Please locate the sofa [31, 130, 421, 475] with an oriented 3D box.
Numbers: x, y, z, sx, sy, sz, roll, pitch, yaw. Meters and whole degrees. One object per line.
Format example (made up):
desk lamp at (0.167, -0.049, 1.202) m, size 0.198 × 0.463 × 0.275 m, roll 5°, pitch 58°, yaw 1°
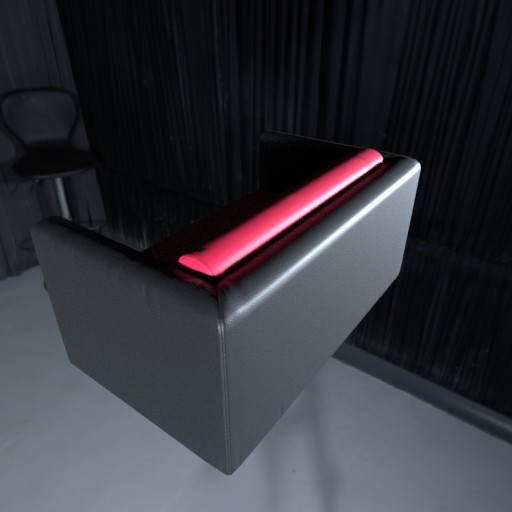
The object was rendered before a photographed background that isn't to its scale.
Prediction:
sofa at (0.000, 0.000, 1.891) m, size 0.845 × 0.735 × 1.410 m, roll 21°, pitch 38°, yaw 30°
